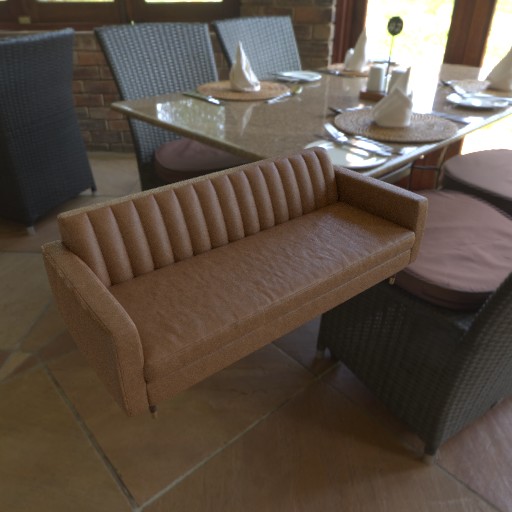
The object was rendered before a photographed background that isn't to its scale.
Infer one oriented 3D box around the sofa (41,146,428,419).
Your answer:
[{"bbox_3d":[0.000,0.000,2.793,2.291,0.821,0.990,-22,37,-32],"label":"sofa"}]
